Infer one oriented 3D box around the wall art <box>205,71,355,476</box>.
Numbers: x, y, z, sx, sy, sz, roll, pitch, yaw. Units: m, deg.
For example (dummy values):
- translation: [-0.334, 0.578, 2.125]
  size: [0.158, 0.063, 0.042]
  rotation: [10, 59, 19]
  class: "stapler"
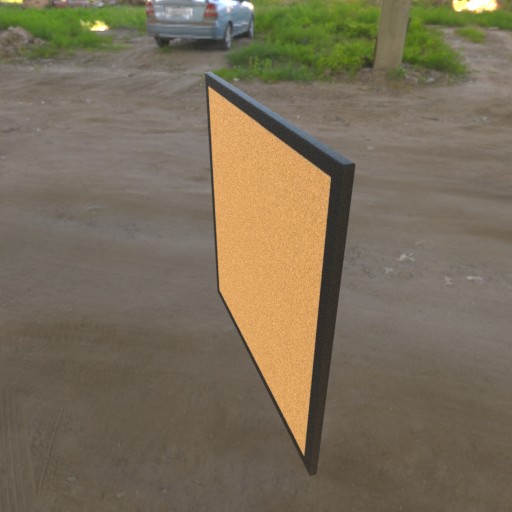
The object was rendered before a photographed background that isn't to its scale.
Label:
- translation: [0.000, 0.000, 0.982]
  size: [0.016, 0.659, 0.663]
  rotation: [-11, 34, -17]
  class: "wall art"
